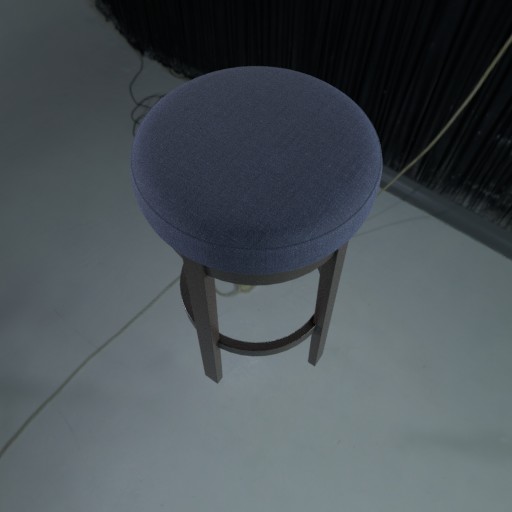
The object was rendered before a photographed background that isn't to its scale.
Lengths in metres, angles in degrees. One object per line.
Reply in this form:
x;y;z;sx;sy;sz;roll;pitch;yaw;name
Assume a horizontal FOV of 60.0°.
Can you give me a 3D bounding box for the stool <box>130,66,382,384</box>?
0.000;0.000;1.041;0.446;0.758;0.446;0;58;0;stool
